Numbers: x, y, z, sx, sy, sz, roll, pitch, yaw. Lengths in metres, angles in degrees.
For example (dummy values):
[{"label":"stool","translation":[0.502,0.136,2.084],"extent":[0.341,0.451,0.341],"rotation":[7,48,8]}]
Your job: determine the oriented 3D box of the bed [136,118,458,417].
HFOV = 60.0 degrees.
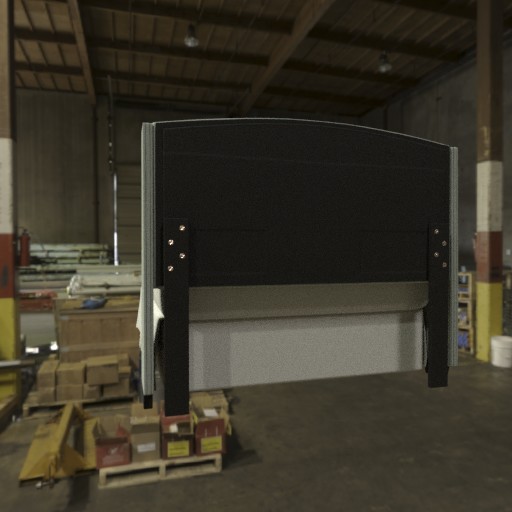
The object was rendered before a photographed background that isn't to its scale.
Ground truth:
[{"label":"bed","translation":[0.000,0.000,3.277],"extent":[1.710,1.407,2.237],"rotation":[0,1,-17]}]
